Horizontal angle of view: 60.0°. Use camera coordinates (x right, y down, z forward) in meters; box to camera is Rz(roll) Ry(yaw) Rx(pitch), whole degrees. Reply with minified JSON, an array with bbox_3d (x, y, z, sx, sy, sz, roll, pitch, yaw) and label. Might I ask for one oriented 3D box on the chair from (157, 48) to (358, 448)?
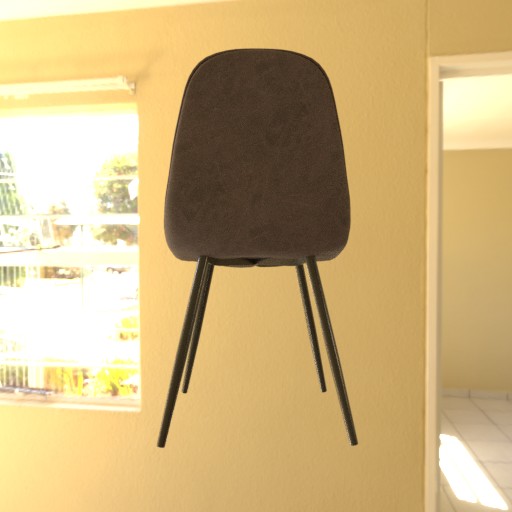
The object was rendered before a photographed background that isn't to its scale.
[{"bbox_3d":[0.000,0.000,1.219,0.472,0.889,0.561,0,1,-1],"label":"chair"}]
